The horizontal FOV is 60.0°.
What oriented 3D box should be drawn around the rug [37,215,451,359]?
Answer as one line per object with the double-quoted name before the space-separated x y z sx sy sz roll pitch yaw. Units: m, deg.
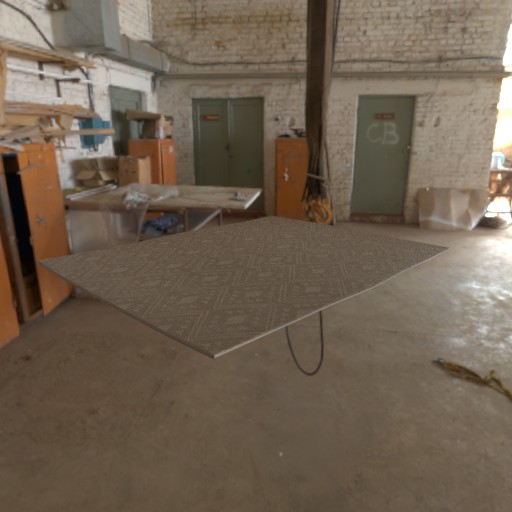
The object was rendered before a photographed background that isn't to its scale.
"rug" 0.000 0.000 4.080 2.399 0.054 3.011 15 22 42
